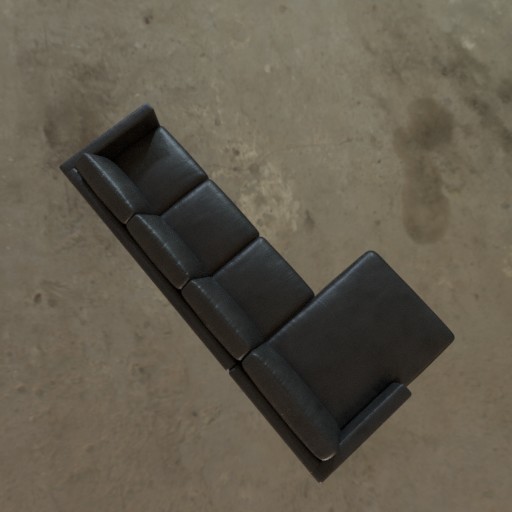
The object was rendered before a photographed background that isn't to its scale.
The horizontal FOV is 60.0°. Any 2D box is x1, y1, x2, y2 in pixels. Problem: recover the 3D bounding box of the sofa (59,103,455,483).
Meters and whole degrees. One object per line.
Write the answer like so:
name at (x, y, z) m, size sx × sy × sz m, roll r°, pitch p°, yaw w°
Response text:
sofa at (0.000, 0.000, 3.799) m, size 1.581 × 0.883 × 3.203 m, roll -40°, pitch 79°, yaw -9°
